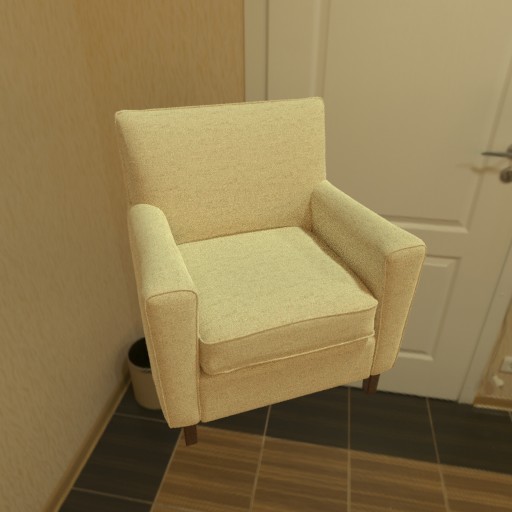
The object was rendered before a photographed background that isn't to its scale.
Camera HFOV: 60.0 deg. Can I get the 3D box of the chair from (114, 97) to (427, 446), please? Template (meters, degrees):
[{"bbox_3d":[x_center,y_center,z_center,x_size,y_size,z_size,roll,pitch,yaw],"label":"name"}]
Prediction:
[{"bbox_3d":[0.000,0.000,1.628,0.870,0.943,0.823,-10,32,-16],"label":"chair"}]
